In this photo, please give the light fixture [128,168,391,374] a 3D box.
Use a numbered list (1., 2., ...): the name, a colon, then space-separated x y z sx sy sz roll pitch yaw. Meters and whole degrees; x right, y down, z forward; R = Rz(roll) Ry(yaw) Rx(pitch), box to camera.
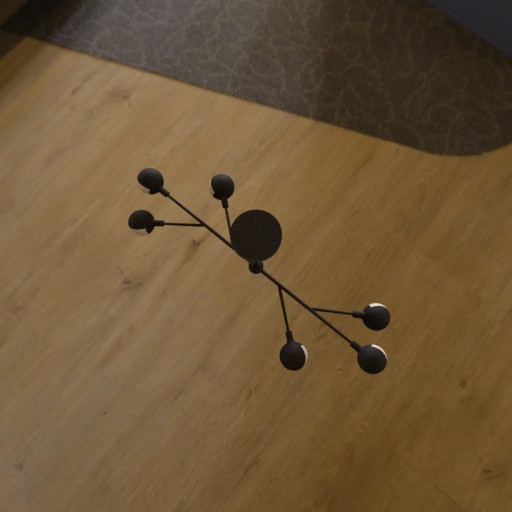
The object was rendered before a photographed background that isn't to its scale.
1. light fixture: 0.000 0.000 1.029 0.434 0.362 0.778 -34 79 -8
